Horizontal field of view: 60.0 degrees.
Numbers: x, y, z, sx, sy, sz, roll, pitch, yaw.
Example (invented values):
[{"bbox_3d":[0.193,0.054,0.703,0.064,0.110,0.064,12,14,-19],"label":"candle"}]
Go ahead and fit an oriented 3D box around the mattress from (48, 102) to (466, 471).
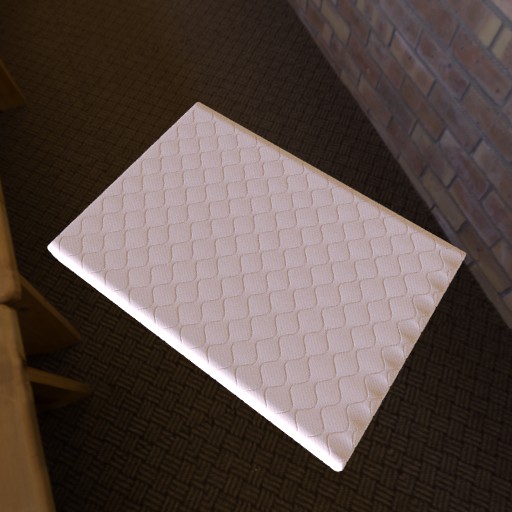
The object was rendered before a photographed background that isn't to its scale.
[{"bbox_3d":[0.000,0.000,2.624,2.000,0.200,1.400,33,69,15],"label":"mattress"}]
